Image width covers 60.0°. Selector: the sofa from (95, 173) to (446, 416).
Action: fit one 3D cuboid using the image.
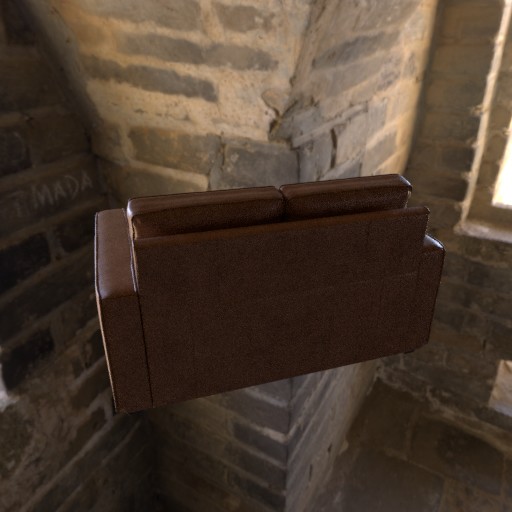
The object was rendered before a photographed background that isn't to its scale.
[{"bbox_3d":[0.000,0.000,2.252,1.532,0.896,1.020,-8,26,-16],"label":"sofa"}]
